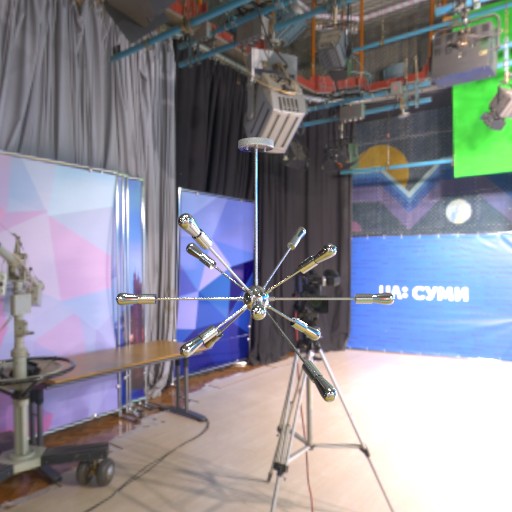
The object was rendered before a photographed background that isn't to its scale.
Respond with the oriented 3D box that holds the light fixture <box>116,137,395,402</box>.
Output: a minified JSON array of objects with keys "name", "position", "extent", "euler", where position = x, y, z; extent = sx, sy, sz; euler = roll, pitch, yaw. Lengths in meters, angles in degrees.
[{"name":"light fixture","position":[0.000,0.000,1.087],"extent":[0.684,0.558,0.509],"euler":[0,1,-1]}]
